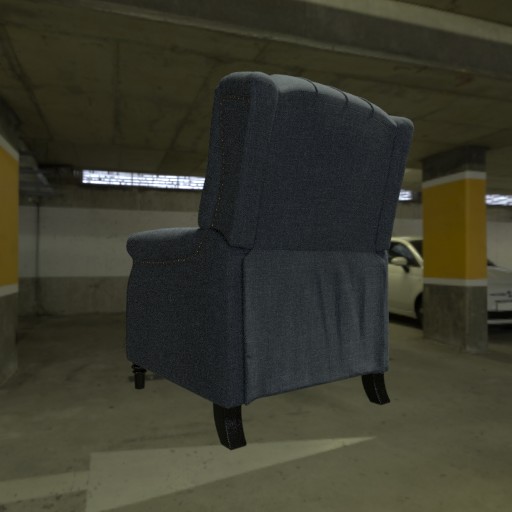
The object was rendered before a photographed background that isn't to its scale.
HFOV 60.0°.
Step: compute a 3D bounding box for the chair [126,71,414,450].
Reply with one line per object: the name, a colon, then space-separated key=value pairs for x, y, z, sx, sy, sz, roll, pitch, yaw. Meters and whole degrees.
chair: x=0.000 y=0.000 z=1.629 sx=0.742 sy=1.035 sz=0.898 roll=1 pitch=-1 yaw=-36
